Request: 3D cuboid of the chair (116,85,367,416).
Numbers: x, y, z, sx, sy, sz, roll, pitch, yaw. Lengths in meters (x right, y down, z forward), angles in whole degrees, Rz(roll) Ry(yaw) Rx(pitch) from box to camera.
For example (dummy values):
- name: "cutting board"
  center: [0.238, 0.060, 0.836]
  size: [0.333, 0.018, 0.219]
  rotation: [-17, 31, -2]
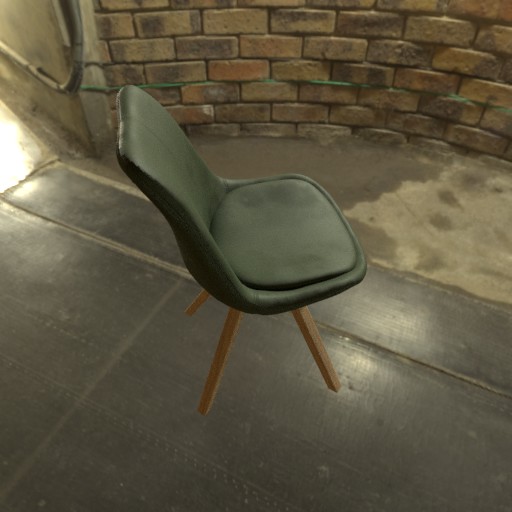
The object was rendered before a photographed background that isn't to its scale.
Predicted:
- name: "chair"
  center: [0.000, 0.000, 1.182]
  size: [0.547, 0.865, 0.483]
  rotation: [-9, 46, -8]
